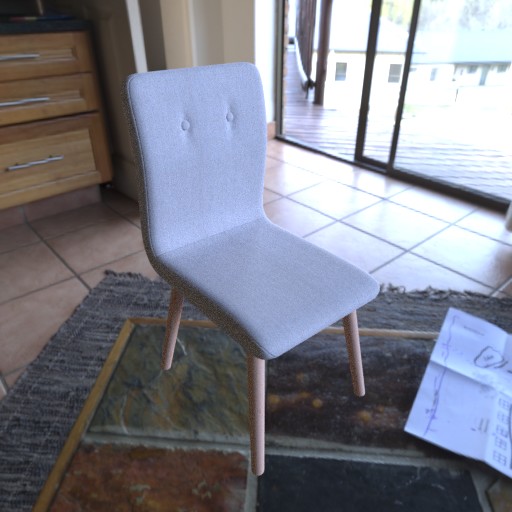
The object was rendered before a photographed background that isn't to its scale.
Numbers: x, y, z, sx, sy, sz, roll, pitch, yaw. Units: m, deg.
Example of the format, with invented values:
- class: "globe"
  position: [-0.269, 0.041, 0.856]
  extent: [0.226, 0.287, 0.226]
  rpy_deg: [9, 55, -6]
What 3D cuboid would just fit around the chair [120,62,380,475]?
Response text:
- class: "chair"
  position: [0.000, 0.000, 1.182]
  extent: [0.435, 0.885, 0.550]
  rpy_deg: [-23, 37, -33]
